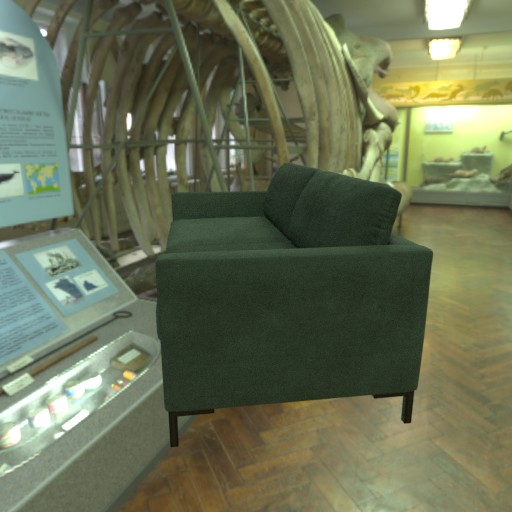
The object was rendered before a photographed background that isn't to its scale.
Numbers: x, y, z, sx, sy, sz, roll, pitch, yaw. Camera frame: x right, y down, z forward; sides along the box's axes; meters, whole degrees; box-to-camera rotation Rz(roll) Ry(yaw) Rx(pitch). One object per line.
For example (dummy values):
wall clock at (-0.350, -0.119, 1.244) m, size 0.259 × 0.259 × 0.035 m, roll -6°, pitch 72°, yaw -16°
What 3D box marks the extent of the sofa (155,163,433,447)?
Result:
sofa at (0.000, 0.000, 2.141) m, size 0.875 × 0.817 × 1.676 m, roll -2°, pitch 15°, yaw -8°
